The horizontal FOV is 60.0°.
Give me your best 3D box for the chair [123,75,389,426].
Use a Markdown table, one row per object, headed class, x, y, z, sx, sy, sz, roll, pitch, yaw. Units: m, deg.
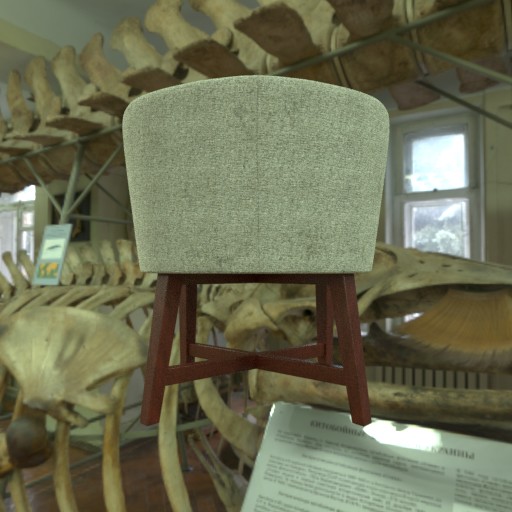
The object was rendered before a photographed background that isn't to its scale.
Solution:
| class | x | y | z | sx | sy | sz | roll | pitch | yaw |
| --- | --- | --- | --- | --- | --- | --- | --- | --- | --- |
| chair | 0.000 | 0.000 | 1.292 | 0.728 | 0.827 | 0.575 | 0 | -2 | 0 |
